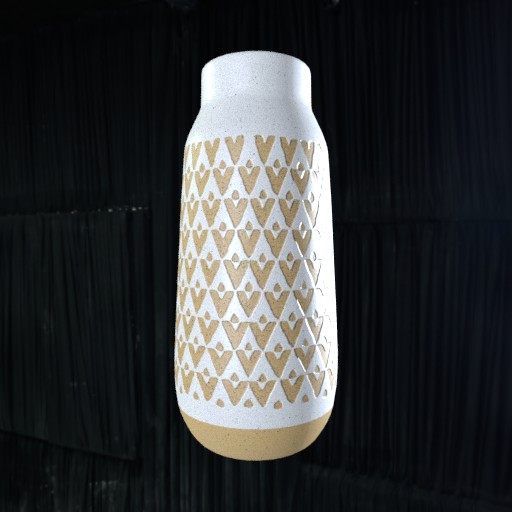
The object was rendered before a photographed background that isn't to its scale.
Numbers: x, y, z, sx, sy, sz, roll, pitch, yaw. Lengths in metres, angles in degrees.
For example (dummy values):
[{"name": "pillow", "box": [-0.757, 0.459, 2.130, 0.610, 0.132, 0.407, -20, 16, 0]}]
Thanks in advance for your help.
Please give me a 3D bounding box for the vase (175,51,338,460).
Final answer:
[{"name": "vase", "box": [0.000, 0.000, 0.376, 0.137, 0.307, 0.137, 0, 2, 0]}]
